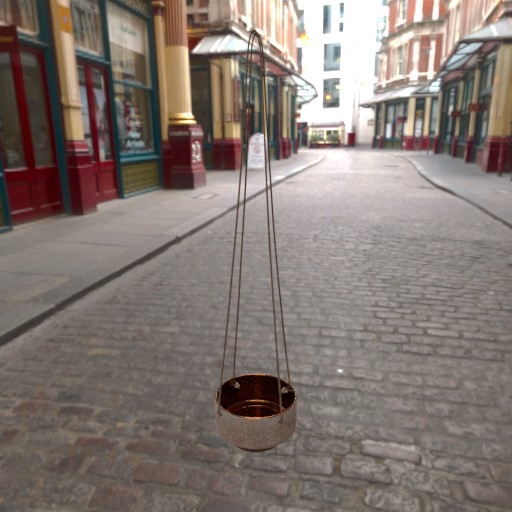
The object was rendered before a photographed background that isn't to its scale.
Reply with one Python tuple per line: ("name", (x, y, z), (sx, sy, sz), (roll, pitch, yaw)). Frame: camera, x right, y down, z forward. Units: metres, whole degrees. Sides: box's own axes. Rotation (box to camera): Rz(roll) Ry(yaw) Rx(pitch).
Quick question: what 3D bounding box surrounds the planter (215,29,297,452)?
("planter", (0.000, 0.000, 1.113), (0.223, 1.030, 0.223), (3, 15, 11))
